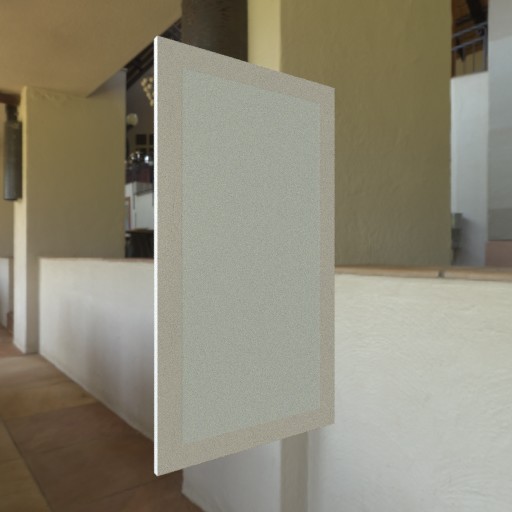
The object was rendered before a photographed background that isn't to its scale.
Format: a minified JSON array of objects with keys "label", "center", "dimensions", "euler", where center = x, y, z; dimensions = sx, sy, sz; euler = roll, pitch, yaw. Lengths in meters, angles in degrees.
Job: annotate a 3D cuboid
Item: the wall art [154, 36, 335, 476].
[{"label":"wall art","center":[0.000,0.000,0.800],"dimensions":[0.380,0.683,0.013],"euler":[0,0,-35]}]
